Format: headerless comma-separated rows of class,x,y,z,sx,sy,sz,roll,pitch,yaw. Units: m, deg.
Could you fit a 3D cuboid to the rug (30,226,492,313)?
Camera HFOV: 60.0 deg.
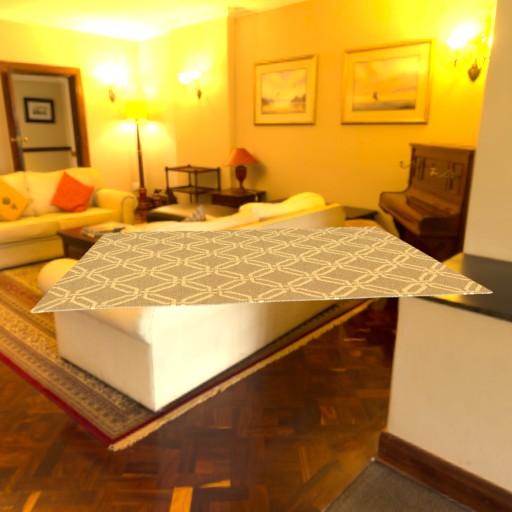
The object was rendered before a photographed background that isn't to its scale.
rug,0.000,0.000,2.736,2.135,0.013,1.524,-2,16,-6
